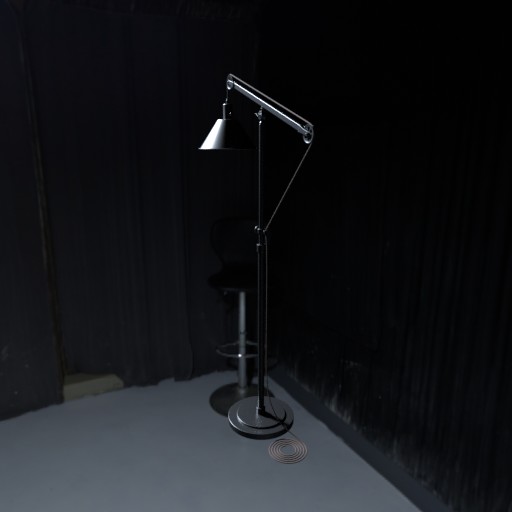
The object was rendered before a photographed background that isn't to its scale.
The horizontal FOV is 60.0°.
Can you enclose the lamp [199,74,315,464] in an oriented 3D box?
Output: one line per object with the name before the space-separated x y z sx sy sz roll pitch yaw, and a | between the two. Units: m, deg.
lamp | 0.000 0.000 2.027 0.319 1.626 0.904 -7 16 -25
